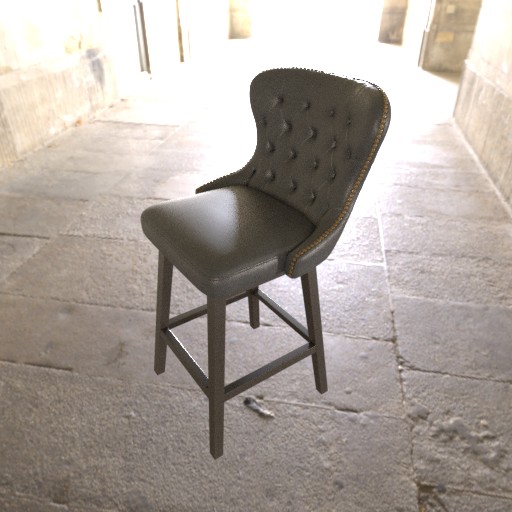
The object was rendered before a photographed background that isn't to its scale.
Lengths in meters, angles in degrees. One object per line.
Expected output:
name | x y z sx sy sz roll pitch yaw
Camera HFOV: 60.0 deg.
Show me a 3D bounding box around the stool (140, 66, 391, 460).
stool | 0.000 0.000 1.323 0.593 0.971 0.528 -20 37 -29
